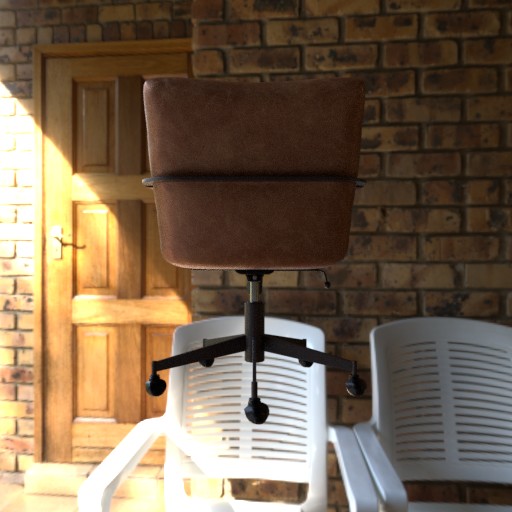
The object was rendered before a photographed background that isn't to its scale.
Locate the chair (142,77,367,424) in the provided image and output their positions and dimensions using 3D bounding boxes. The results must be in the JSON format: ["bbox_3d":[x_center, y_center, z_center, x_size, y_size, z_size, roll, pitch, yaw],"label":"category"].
[{"bbox_3d":[0.000,0.000,1.489,0.727,0.922,0.754,0,0,0],"label":"chair"}]
